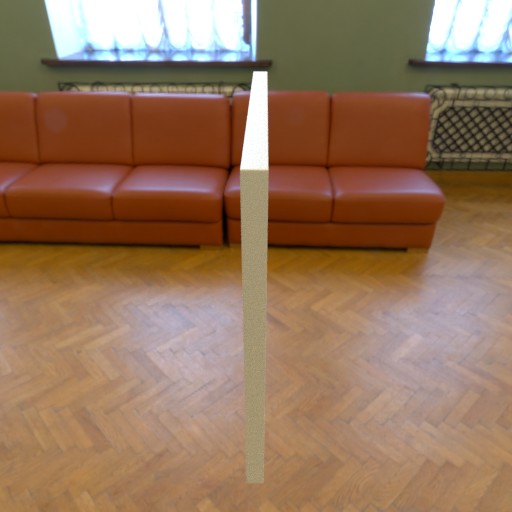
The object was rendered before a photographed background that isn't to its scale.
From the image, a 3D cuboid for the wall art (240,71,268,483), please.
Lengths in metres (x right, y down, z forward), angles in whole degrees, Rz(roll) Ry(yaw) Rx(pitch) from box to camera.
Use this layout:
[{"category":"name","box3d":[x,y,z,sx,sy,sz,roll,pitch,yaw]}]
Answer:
[{"category":"wall art","box3d":[0.000,0.000,1.142,0.050,0.762,0.761,1,32,1]}]
